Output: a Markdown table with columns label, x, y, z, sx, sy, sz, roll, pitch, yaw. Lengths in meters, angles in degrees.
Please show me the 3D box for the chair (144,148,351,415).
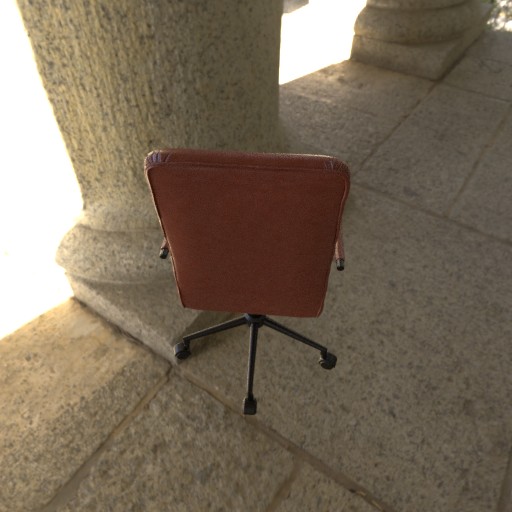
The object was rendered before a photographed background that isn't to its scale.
| label | x | y | z | sx | sy | sz | roll | pitch | yaw |
| --- | --- | --- | --- | --- | --- | --- | --- | --- | --- |
| chair | 0.000 | 0.000 | 1.350 | 0.608 | 0.979 | 0.580 | 4 | 46 | 4 |
